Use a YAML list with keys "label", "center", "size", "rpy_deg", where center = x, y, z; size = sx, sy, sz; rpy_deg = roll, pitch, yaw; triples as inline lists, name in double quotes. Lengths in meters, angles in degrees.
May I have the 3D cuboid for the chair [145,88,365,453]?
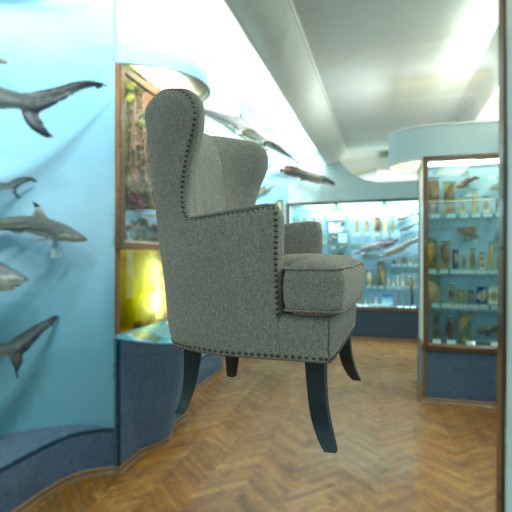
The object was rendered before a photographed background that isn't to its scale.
- label: "chair"
  center: [0.000, 0.000, 1.656]
  size: [0.758, 1.060, 0.759]
  rpy_deg: [0, 0, 18]
